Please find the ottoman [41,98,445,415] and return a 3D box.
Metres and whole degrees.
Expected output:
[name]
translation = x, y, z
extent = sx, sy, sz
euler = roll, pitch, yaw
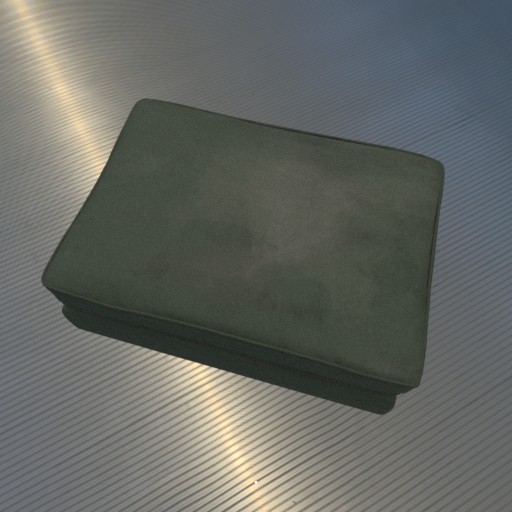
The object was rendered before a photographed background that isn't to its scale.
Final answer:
[ottoman]
translation = 0.000, 0.000, 1.235
extent = 0.864, 0.495, 0.632
euler = 14, 64, 7
